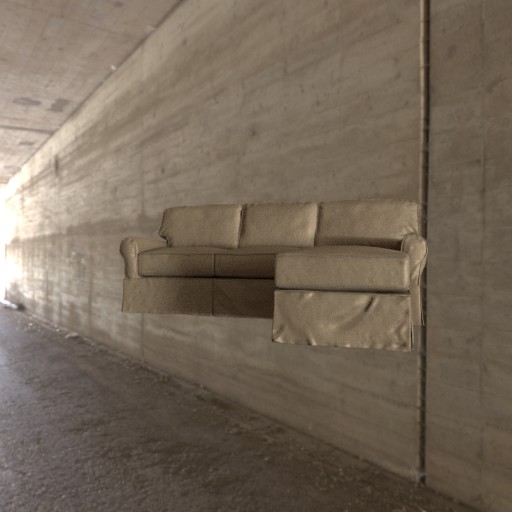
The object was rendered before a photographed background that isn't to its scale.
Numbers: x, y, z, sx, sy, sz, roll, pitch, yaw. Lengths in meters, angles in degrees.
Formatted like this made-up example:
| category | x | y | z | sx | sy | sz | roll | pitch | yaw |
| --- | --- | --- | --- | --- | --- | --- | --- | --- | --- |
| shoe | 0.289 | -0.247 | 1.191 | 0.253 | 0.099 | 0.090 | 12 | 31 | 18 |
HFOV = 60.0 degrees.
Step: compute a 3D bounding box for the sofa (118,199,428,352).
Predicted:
| category | x | y | z | sx | sy | sz | roll | pitch | yaw |
| --- | --- | --- | --- | --- | --- | --- | --- | --- | --- |
| sofa | 0.000 | 0.000 | 3.411 | 2.475 | 0.978 | 1.733 | 0 | 1 | 18 |
